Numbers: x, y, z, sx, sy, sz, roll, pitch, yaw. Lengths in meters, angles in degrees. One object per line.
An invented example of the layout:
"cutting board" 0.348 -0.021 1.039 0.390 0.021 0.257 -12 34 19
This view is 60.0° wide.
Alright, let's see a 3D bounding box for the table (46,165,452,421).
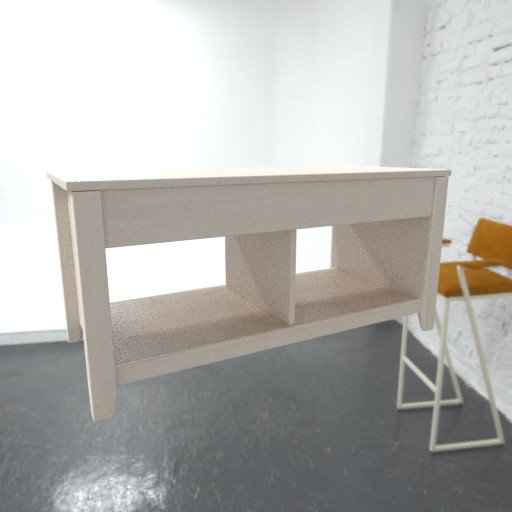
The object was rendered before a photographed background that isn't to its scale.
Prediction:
"table" 0.000 0.000 1.271 1.016 0.483 0.457 -7 15 -28
